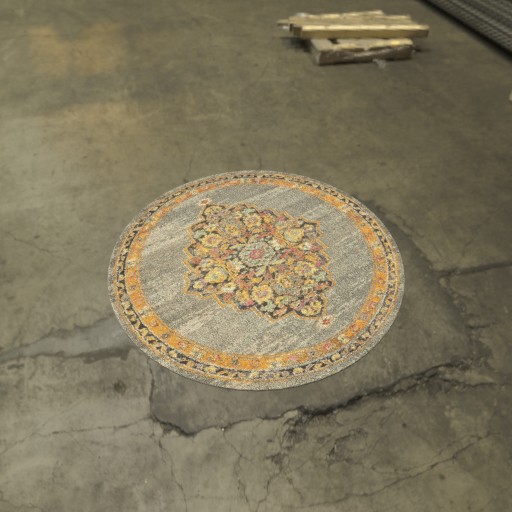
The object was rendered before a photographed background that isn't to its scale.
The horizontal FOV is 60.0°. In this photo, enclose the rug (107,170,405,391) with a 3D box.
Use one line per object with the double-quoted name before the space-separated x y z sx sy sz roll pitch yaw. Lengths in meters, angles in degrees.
"rug" 0.000 0.000 2.444 1.598 0.010 1.598 0 46 0
